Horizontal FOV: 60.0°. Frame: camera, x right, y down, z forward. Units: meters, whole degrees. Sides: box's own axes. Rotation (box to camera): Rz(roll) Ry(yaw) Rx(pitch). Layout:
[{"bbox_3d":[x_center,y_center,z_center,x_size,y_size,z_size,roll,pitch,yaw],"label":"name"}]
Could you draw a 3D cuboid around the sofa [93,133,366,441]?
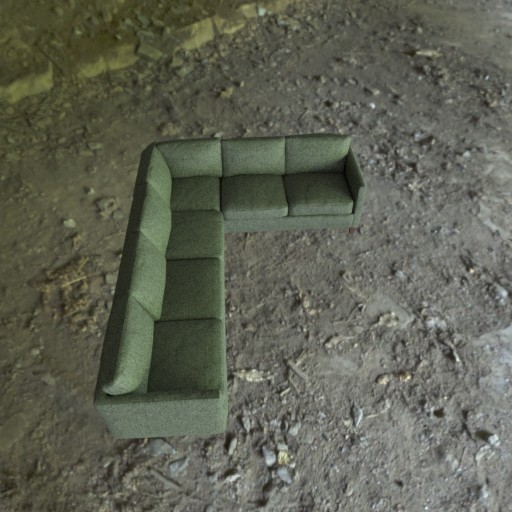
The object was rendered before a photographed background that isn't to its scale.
[{"bbox_3d":[0.000,0.000,4.473,2.593,0.947,3.302,-3,46,-3],"label":"sofa"}]
